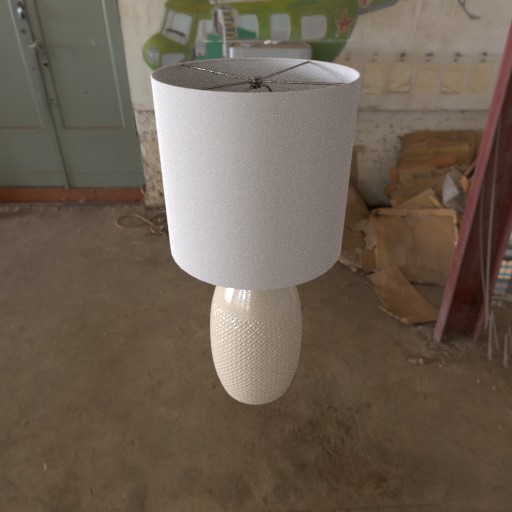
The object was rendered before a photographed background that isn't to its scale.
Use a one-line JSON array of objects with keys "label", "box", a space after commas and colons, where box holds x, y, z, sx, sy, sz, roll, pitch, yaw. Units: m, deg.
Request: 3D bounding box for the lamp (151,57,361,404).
[{"label": "lamp", "box": [0.000, 0.000, 0.582, 0.217, 0.453, 0.217, 20, 37, 30]}]
